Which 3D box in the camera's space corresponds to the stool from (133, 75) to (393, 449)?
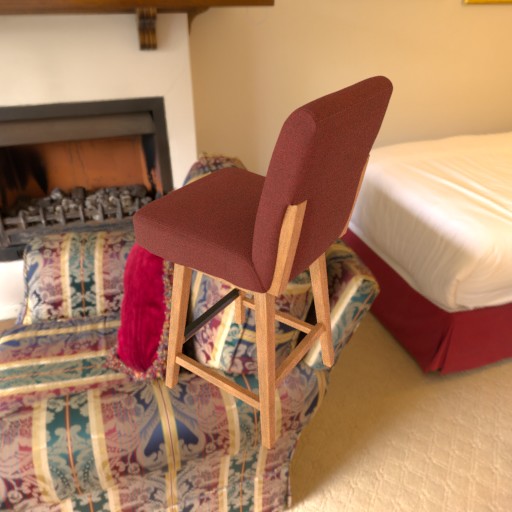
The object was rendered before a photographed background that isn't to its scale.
[{"bbox_3d":[0.000,0.000,1.348,0.562,1.038,0.468,20,38,29],"label":"stool"}]
